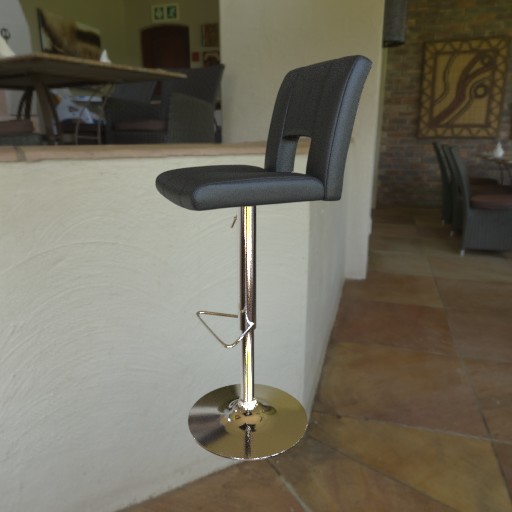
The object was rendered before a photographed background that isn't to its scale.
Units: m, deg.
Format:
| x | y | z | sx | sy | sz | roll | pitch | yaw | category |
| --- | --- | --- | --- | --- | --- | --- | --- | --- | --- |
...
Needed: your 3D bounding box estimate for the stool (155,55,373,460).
| x | y | z | sx | sy | sz | roll | pitch | yaw | category |
| --- | --- | --- | --- | --- | --- | --- | --- | --- | --- |
| 0.000 | 0.000 | 1.386 | 0.520 | 1.151 | 0.415 | -7 | 17 | -25 | stool |
